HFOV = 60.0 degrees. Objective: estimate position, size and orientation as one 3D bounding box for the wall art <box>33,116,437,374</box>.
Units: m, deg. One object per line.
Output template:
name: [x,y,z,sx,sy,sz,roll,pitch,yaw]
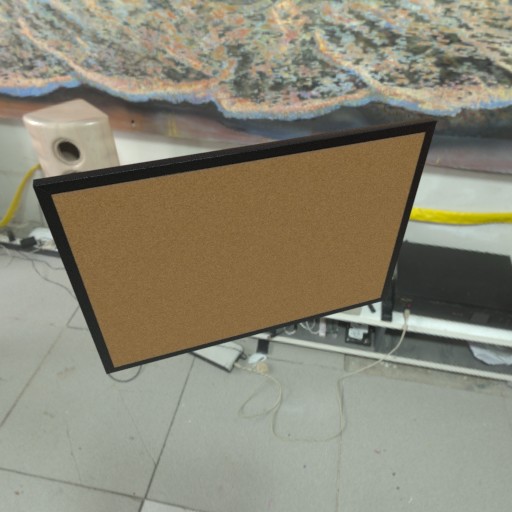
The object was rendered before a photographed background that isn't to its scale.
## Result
wall art: [0.000,0.000,0.568,0.440,0.306,0.013,-12,43,-14]
